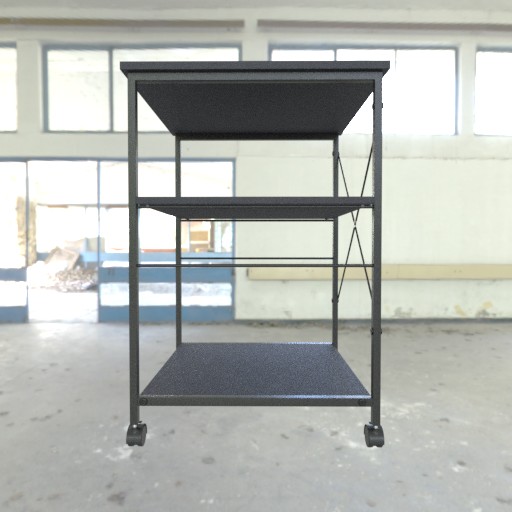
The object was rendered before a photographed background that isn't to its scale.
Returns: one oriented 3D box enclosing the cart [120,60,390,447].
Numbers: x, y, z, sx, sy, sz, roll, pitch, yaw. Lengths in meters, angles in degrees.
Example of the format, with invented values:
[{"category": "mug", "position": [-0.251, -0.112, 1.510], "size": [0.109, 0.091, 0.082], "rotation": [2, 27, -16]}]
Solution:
[{"category": "cart", "position": [0.000, 0.000, 1.120], "size": [0.520, 0.762, 0.521], "rotation": [0, 1, 1]}]
